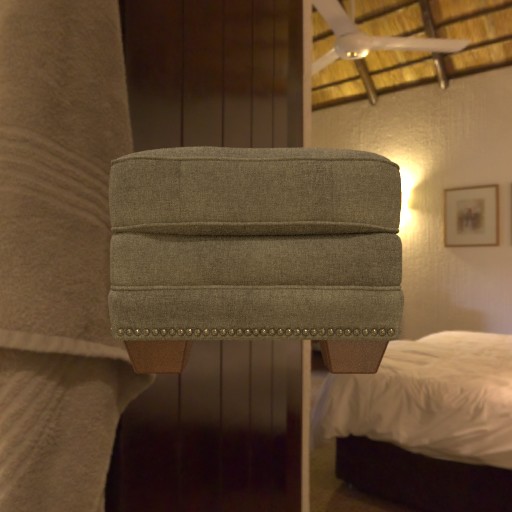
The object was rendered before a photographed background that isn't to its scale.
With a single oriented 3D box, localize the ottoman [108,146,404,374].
[{"bbox_3d":[0.000,0.000,1.183,0.561,0.457,0.813,0,-1,0],"label":"ottoman"}]
